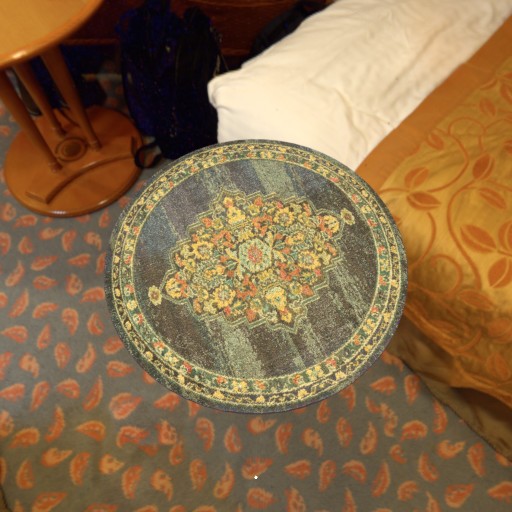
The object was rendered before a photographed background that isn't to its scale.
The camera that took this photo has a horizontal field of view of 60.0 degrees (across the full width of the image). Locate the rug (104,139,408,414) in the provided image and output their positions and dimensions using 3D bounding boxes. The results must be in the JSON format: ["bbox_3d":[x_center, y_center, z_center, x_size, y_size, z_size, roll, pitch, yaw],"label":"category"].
[{"bbox_3d":[0.000,0.000,3.517,2.386,0.014,2.386,0,63,0],"label":"rug"}]
